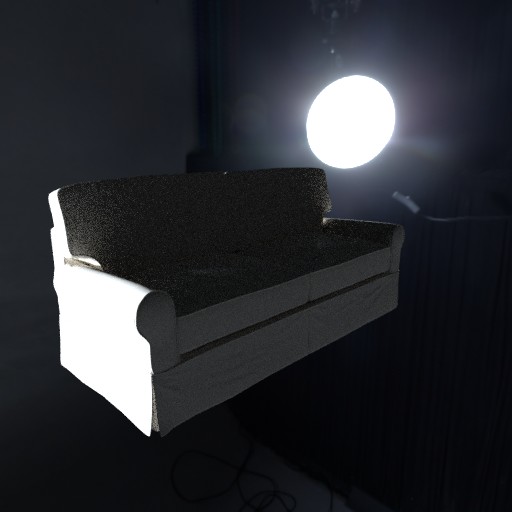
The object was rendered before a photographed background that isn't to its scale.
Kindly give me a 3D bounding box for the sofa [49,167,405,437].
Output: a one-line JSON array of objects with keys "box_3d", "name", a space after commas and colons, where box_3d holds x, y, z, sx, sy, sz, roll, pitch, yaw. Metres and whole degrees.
[{"box_3d": [0.000, 0.000, 2.523, 0.862, 0.937, 2.021, 14, 20, 43], "name": "sofa"}]
